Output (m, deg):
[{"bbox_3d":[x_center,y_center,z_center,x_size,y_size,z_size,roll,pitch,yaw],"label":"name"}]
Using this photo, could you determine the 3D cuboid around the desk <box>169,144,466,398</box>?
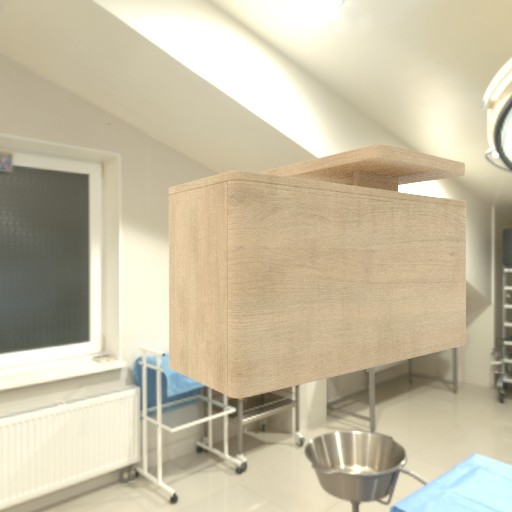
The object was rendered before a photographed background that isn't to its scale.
[{"bbox_3d":[0.000,0.000,2.059,1.175,0.770,1.400,0,0,-37],"label":"desk"}]
